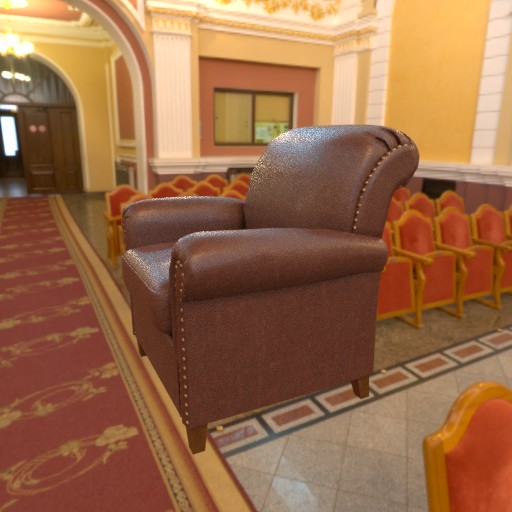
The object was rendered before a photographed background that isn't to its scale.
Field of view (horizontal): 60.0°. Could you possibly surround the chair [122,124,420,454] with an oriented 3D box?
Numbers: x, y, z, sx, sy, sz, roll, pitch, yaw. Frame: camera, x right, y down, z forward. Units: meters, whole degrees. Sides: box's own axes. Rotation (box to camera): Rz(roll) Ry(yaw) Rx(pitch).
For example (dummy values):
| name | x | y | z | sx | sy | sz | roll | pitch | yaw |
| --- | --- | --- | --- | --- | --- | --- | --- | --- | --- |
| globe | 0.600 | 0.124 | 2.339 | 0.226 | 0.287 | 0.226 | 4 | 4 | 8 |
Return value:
| name | x | y | z | sx | sy | sz | roll | pitch | yaw |
| --- | --- | --- | --- | --- | --- | --- | --- | --- | --- |
| chair | 0.000 | 0.000 | 1.623 | 0.890 | 0.927 | 0.854 | -7 | 16 | -26 |
